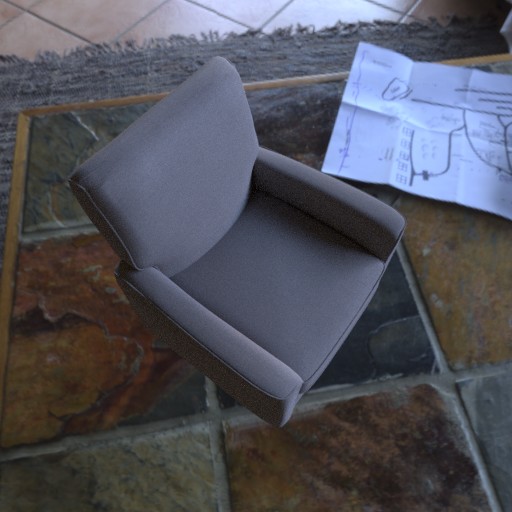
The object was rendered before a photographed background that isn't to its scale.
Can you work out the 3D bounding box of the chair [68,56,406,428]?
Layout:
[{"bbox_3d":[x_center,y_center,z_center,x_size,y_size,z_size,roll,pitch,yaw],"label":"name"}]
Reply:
[{"bbox_3d":[0.000,0.000,1.659,0.859,1.023,0.845,33,65,17],"label":"chair"}]
